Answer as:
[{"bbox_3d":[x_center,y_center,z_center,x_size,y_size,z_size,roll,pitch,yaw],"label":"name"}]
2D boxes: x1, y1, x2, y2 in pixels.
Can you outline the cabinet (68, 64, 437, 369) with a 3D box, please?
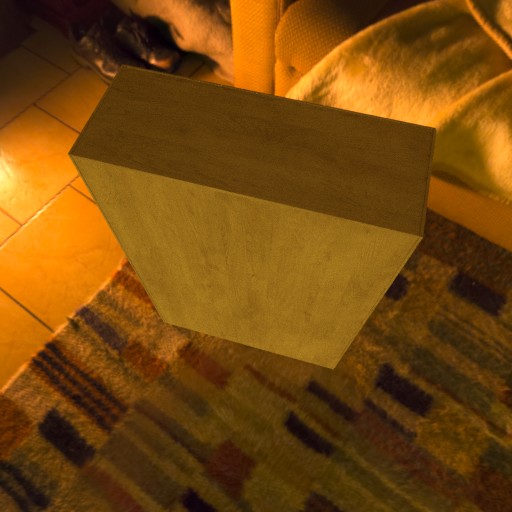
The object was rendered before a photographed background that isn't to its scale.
[{"bbox_3d":[0.000,0.000,2.505,1.290,1.910,0.510,14,64,7],"label":"cabinet"}]
